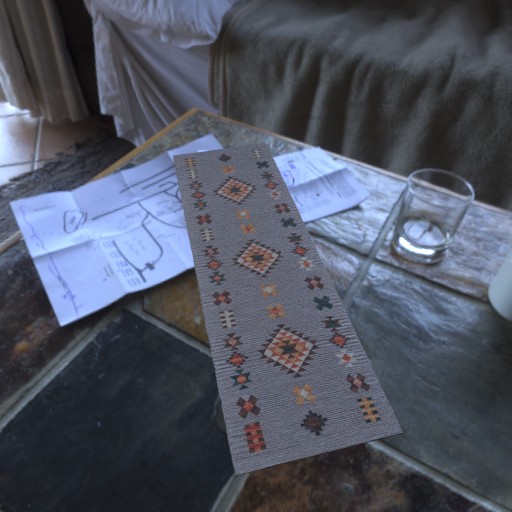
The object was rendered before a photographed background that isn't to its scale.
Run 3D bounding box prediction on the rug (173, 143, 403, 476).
[{"bbox_3d":[0.000,0.000,2.728,0.766,0.008,2.432,-10,47,-9],"label":"rug"}]
